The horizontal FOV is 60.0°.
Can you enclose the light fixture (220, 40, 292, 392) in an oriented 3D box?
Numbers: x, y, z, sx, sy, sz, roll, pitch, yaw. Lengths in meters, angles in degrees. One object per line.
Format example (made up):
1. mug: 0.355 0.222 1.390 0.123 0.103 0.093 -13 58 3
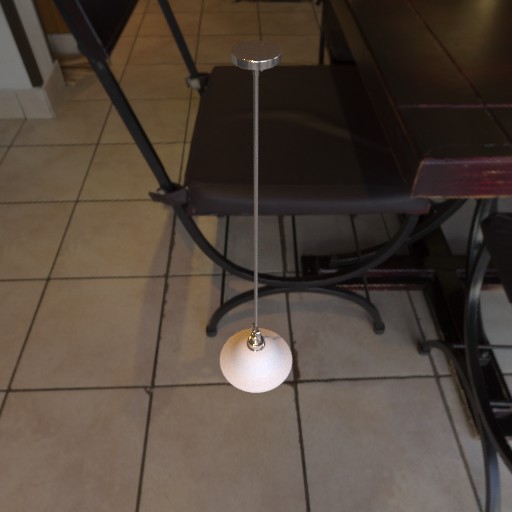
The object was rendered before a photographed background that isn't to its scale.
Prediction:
1. light fixture: 0.000 0.000 1.488 0.324 1.354 0.324 -15 49 -14
